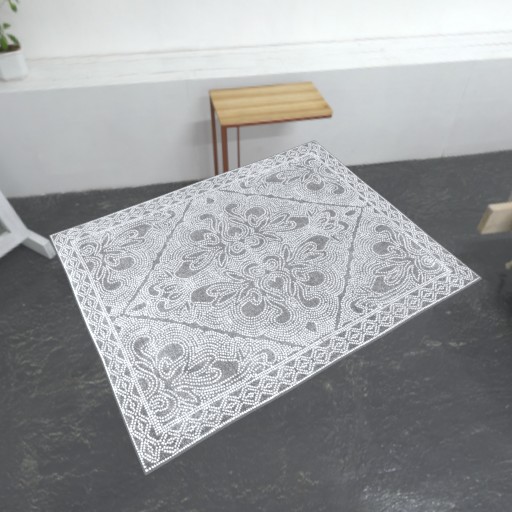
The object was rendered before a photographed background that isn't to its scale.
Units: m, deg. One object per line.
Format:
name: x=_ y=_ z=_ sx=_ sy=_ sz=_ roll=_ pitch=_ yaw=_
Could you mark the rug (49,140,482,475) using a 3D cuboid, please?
rug: x=0.000 y=0.000 z=3.930 sx=3.048 sy=0.012 sz=2.438 roll=-24 pitch=52 yaw=-20
